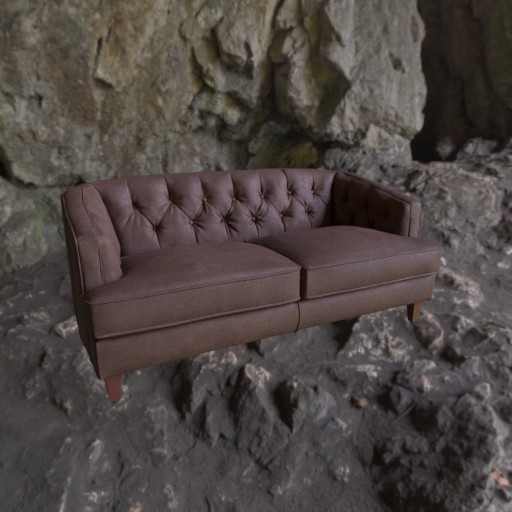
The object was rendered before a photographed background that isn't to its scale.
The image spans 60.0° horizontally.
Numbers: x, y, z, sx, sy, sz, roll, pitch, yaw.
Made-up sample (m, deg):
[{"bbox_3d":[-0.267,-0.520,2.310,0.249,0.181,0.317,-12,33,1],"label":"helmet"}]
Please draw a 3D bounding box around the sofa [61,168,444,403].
[{"bbox_3d":[0.000,0.000,2.278,1.767,0.799,0.917,-8,18,-26],"label":"sofa"}]
